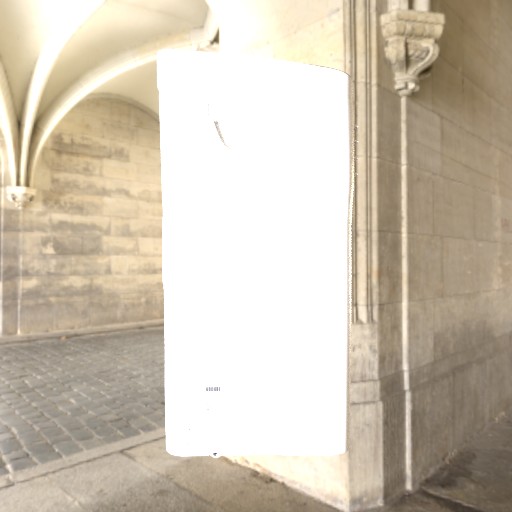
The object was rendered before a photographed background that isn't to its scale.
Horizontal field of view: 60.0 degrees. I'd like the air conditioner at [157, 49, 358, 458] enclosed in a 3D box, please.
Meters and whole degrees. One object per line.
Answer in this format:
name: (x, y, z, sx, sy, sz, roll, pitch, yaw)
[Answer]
air conditioner: (0.000, 0.000, 0.917, 0.369, 0.716, 0.352, 0, -1, -1)
